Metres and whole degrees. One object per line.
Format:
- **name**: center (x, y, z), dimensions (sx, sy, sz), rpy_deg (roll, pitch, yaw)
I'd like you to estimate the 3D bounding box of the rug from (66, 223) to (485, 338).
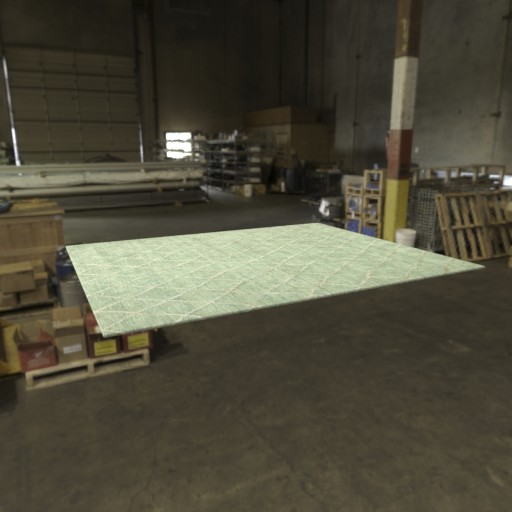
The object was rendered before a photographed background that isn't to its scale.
- **rug**: center (0.000, 0.000, 4.054), dimensions (3.039, 0.019, 2.420), rpy_deg (-7, 16, -26)
